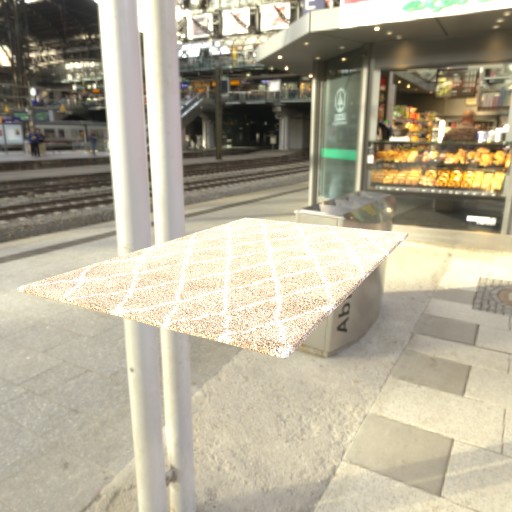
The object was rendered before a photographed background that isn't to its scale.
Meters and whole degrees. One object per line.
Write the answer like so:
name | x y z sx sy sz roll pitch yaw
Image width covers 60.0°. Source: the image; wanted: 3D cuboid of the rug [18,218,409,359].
rug | 0.000 0.000 3.403 1.778 0.030 2.743 8 17 28
